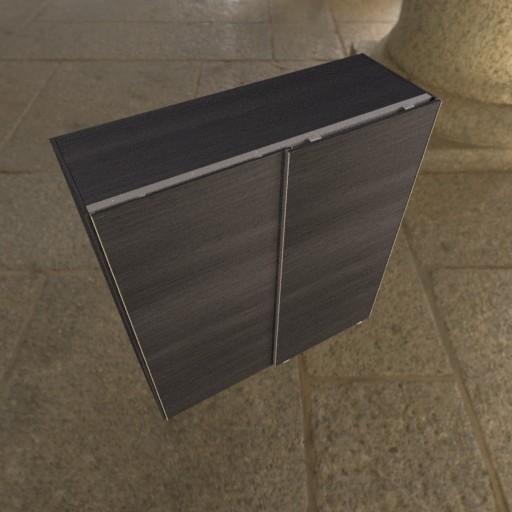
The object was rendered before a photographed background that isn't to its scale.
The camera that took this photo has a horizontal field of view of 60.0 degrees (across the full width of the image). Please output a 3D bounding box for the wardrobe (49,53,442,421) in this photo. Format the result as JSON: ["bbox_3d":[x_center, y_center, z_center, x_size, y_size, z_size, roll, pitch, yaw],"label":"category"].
[{"bbox_3d":[0.000,0.000,2.823,1.780,1.960,0.629,-23,52,-19],"label":"wardrobe"}]
